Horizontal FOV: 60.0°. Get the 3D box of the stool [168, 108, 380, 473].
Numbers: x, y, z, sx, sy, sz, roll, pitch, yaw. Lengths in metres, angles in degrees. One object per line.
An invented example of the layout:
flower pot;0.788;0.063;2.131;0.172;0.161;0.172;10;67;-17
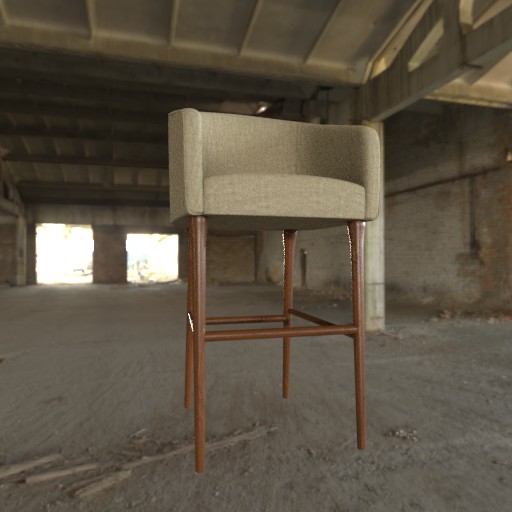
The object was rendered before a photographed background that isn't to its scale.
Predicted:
stool;0.000;0.000;1.428;0.559;1.078;0.607;0;-1;-17
